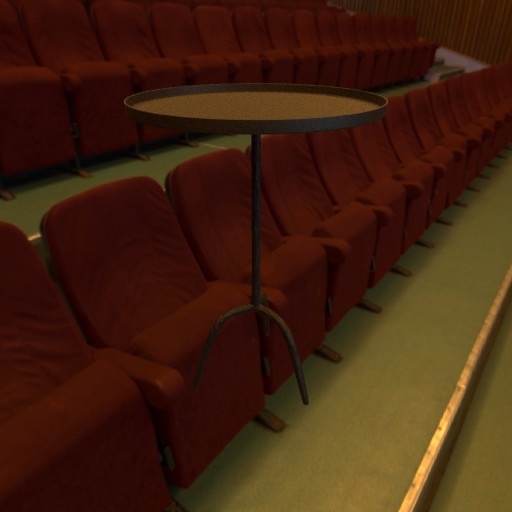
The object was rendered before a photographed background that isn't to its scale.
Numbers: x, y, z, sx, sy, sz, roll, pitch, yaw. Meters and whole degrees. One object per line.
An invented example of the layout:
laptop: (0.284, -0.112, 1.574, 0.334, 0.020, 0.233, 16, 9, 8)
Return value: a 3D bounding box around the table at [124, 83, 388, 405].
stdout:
table: (0.000, 0.000, 1.029, 0.502, 0.700, 0.502, 18, 32, 31)
